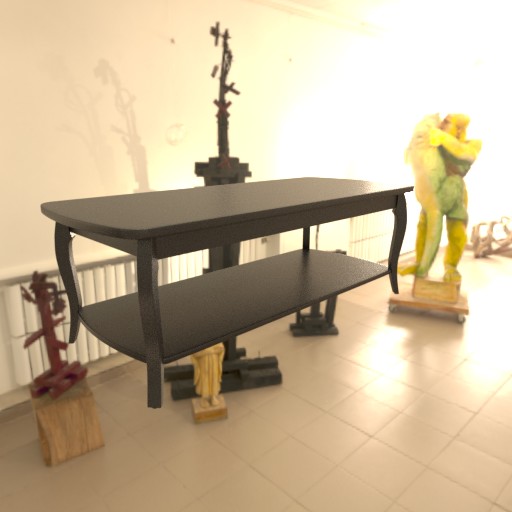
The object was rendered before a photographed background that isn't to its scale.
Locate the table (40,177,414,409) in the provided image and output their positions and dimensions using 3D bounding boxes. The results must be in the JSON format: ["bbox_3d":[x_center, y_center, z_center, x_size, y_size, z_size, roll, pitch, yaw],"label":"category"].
[{"bbox_3d":[0.000,0.000,1.606,1.333,0.457,0.571,-14,21,-42],"label":"table"}]
